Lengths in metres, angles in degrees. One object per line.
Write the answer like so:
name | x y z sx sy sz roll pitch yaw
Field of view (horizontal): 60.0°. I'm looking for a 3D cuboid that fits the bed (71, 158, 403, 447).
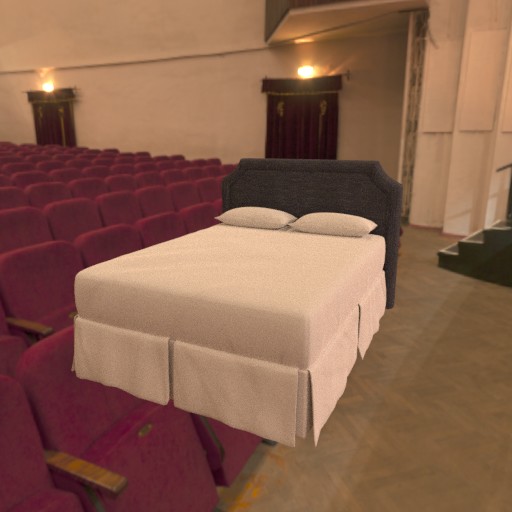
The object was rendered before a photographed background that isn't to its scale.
bed | 0.000 0.000 3.196 1.693 1.290 2.116 7 16 25
